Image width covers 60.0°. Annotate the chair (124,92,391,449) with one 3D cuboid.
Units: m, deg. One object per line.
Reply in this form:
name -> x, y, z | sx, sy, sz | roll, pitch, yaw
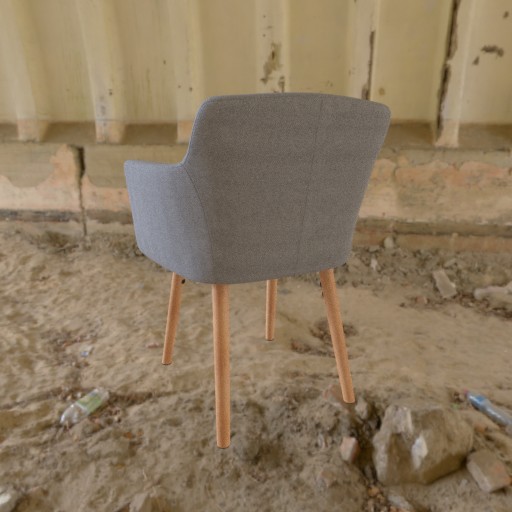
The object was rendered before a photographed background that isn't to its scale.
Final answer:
chair -> 0.000, 0.000, 1.180 | 0.570, 0.780, 0.540 | -8, 17, -27
